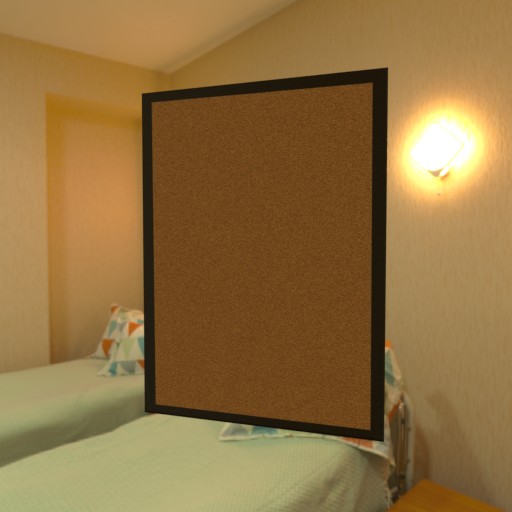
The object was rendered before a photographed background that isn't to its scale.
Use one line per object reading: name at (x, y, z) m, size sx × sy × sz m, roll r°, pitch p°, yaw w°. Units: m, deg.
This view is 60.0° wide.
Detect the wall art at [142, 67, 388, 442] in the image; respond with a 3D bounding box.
wall art at (0.000, 0.000, 0.852) m, size 0.480 × 0.657 × 0.016 m, roll 1°, pitch 2°, yaw 17°
